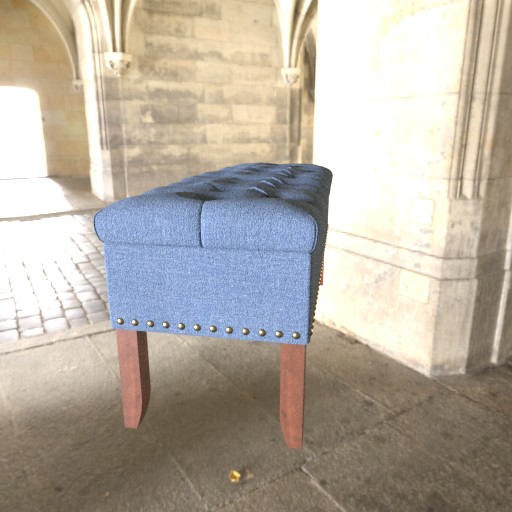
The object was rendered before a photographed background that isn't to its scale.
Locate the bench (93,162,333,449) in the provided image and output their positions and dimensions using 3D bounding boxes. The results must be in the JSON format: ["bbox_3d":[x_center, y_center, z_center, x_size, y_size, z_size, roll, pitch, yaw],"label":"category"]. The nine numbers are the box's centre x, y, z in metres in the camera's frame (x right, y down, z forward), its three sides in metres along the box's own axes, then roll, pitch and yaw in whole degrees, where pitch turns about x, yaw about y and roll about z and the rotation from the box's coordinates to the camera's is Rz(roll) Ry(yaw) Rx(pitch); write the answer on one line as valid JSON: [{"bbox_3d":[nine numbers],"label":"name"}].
[{"bbox_3d":[0.000,0.000,1.316,0.417,0.492,1.052,3,16,10],"label":"bench"}]
